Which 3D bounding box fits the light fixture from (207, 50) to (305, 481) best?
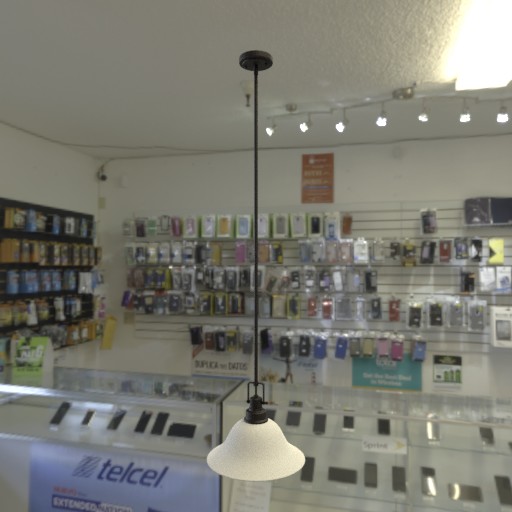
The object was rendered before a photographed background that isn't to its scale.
[{"bbox_3d":[0.000,0.000,1.482,0.324,1.337,0.324,0,-1,17],"label":"light fixture"}]
